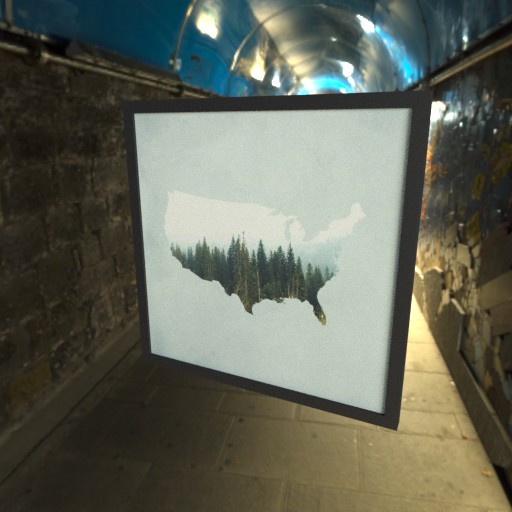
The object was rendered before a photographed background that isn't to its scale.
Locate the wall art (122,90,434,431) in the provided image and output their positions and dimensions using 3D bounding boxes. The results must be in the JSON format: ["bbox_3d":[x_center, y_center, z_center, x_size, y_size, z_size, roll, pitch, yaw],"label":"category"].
[{"bbox_3d":[0.000,0.000,1.126,0.763,0.763,0.038,8,18,25],"label":"wall art"}]
